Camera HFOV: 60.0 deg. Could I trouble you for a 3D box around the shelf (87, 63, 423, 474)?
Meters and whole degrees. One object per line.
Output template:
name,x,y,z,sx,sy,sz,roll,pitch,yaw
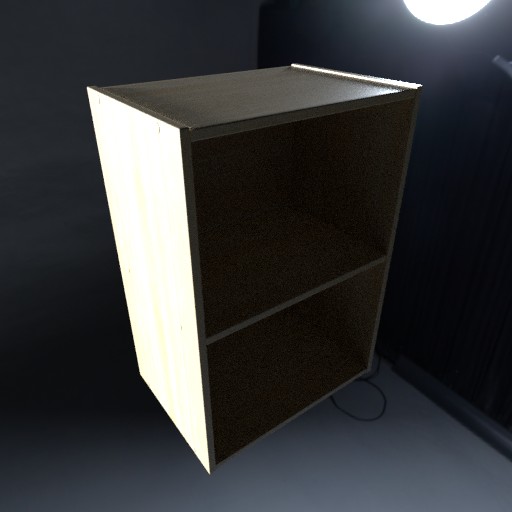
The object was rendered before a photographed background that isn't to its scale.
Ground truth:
shelf,0.000,0.000,0.815,0.414,0.592,0.290,-21,37,-31
